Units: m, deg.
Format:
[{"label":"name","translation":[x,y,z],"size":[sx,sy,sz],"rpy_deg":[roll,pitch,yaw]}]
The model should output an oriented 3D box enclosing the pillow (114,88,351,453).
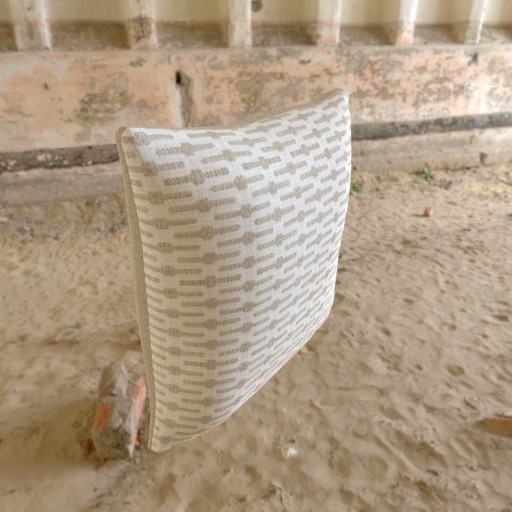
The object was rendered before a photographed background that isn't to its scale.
[{"label":"pillow","translation":[0.000,0.000,0.742],"size":[0.219,0.491,0.496],"rpy_deg":[18,32,32]}]
